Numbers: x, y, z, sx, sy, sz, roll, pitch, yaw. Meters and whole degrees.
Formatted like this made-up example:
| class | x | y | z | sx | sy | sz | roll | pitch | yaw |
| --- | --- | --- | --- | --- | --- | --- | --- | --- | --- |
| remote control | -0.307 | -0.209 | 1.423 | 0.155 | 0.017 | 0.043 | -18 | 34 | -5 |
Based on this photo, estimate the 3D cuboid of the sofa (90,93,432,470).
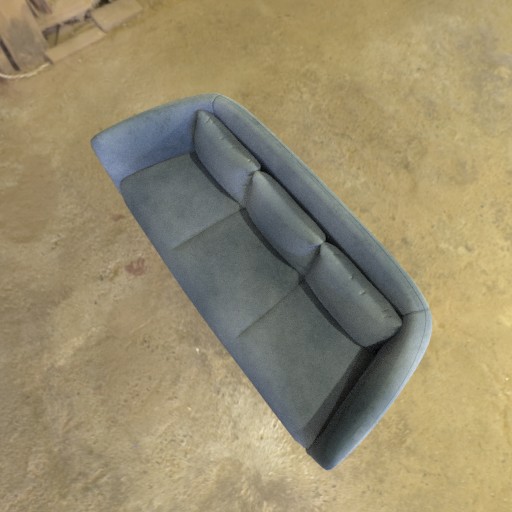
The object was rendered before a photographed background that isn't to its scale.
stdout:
| class | x | y | z | sx | sy | sz | roll | pitch | yaw |
| --- | --- | --- | --- | --- | --- | --- | --- | --- | --- |
| sofa | 0.000 | 0.000 | 2.469 | 0.849 | 0.795 | 2.095 | -33 | 68 | -16 |
